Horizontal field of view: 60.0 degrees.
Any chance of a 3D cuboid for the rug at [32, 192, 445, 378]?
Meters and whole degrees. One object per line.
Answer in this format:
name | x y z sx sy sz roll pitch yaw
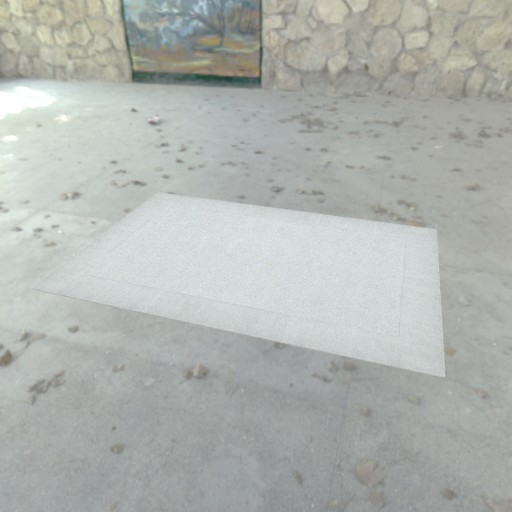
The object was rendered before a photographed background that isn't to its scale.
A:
rug | 0.000 0.000 2.338 1.829 0.013 1.219 9 32 15
